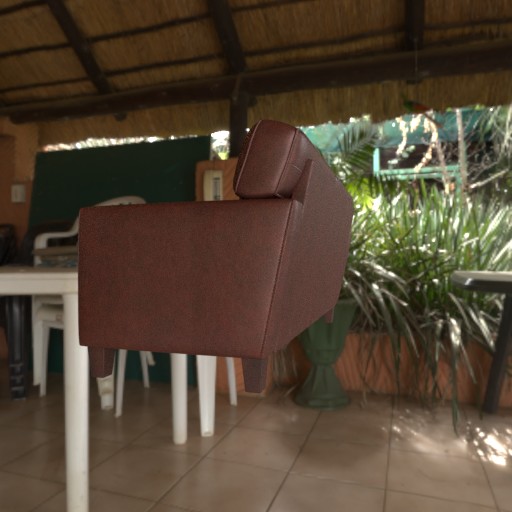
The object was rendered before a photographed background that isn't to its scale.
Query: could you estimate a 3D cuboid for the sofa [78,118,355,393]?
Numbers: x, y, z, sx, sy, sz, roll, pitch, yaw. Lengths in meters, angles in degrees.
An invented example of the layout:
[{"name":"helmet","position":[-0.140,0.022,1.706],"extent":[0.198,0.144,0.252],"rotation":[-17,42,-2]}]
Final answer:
[{"name":"sofa","position":[0.000,0.000,2.403],"extent":[0.912,0.928,1.876],"rotation":[0,0,18]}]
